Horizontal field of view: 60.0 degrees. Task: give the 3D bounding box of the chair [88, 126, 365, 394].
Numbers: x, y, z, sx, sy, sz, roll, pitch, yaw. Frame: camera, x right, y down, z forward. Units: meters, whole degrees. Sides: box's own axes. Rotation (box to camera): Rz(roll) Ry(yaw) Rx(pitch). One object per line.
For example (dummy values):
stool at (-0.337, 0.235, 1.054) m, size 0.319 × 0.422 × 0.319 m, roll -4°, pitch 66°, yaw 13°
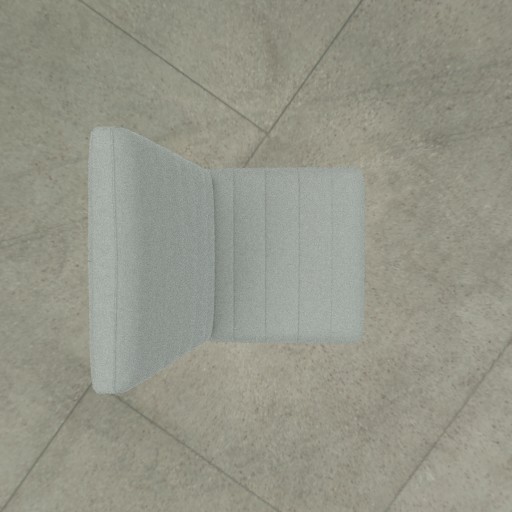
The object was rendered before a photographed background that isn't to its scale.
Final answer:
chair at (0.000, 0.000, 1.277) m, size 0.634 × 0.930 × 0.520 m, roll 0°, pitch 91°, yaw 0°
